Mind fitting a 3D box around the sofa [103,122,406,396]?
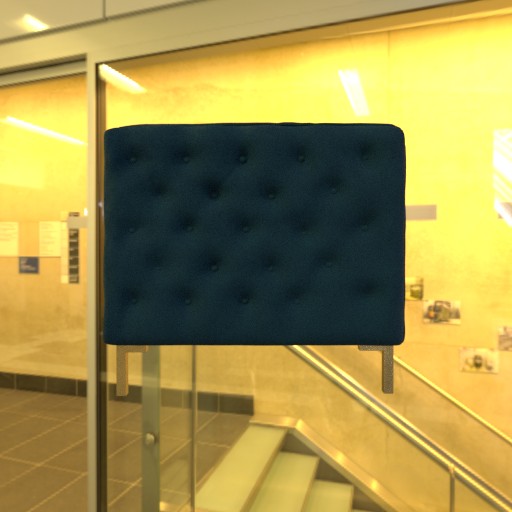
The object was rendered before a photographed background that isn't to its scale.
[{"bbox_3d":[0.000,0.000,2.042,0.909,0.810,1.583,0,1,0],"label":"sofa"}]
